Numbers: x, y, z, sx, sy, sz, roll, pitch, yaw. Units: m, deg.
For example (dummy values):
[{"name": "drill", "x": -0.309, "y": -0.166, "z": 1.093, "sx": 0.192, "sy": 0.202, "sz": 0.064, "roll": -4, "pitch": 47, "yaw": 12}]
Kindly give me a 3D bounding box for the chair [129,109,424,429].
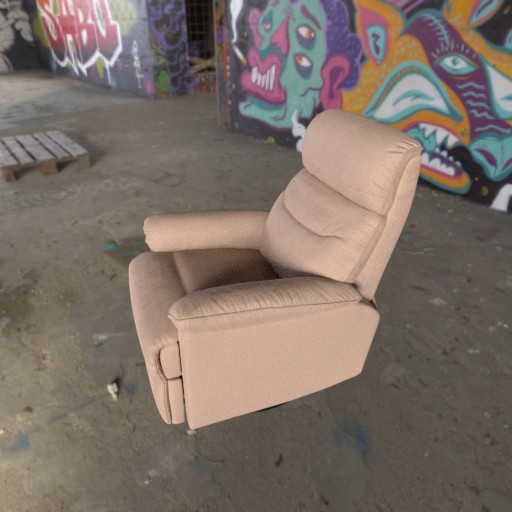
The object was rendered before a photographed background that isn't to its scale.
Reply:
[{"name": "chair", "x": 0.000, "y": 0.000, "z": 1.779, "sx": 1.004, "sy": 1.037, "sz": 0.820, "roll": -9, "pitch": 30, "yaw": -17}]
